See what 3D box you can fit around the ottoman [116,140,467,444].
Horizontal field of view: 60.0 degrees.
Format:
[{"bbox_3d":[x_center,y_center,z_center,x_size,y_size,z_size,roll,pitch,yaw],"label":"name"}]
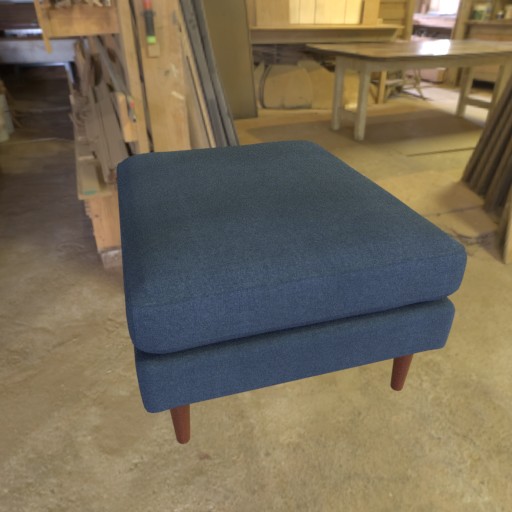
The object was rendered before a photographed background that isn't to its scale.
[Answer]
[{"bbox_3d":[0.000,0.000,1.237,0.693,0.474,0.821,-8,31,-14],"label":"ottoman"}]
